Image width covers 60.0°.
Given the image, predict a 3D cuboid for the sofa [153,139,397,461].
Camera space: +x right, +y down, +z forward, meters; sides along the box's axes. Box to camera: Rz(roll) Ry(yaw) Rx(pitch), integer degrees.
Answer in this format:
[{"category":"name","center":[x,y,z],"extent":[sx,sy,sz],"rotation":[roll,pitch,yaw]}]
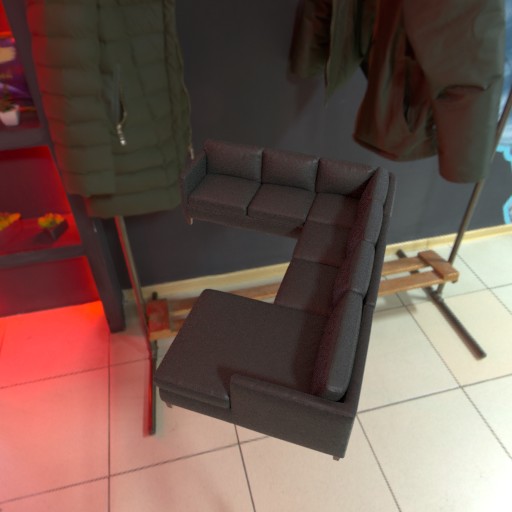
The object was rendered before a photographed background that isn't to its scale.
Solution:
[{"category":"sofa","center":[0.000,0.000,4.727],"extent":[2.593,0.923,3.460],"rotation":[12,42,14]}]
